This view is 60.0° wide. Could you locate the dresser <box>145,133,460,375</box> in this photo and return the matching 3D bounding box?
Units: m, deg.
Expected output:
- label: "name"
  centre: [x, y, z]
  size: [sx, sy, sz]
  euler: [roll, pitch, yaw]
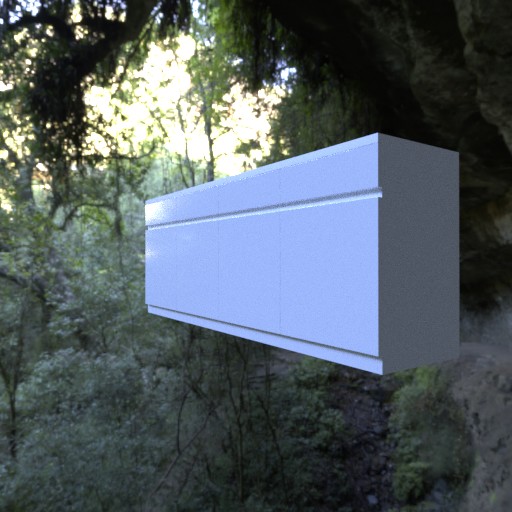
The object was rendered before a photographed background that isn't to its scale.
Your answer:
- label: "dresser"
  centre: [0.000, 0.000, 2.576]
  size: [0.500, 0.840, 2.200]
  euler: [0, 0, -35]
